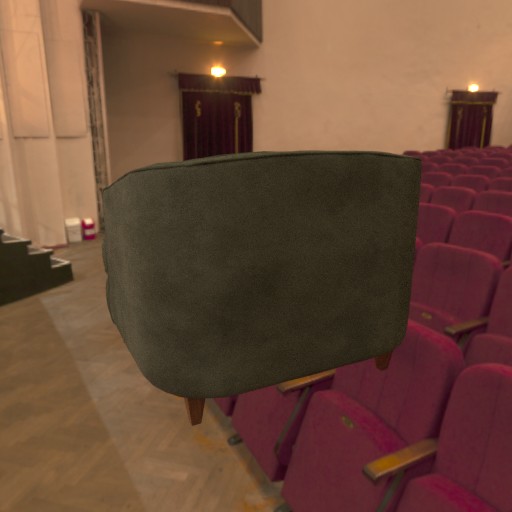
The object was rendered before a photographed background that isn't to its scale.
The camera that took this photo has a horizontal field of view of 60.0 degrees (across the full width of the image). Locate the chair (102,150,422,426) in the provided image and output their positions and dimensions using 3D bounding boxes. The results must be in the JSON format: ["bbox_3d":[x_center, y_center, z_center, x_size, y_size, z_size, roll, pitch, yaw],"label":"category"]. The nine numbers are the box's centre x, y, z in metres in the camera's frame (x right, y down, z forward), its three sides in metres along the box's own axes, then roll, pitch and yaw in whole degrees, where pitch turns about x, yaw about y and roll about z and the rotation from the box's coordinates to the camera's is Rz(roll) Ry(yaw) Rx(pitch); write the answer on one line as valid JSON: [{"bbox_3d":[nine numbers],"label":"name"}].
[{"bbox_3d":[0.000,0.000,1.801,1.104,0.852,0.941,-7,16,-25],"label":"chair"}]
